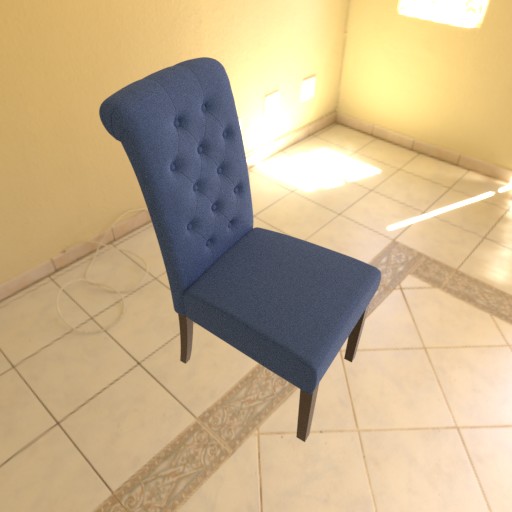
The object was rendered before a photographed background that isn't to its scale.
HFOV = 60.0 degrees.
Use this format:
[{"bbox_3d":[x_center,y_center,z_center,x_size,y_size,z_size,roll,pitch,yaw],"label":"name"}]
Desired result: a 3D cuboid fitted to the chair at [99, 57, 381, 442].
[{"bbox_3d":[0.000,0.000,1.363,0.671,1.006,0.456,23,46,24],"label":"chair"}]
